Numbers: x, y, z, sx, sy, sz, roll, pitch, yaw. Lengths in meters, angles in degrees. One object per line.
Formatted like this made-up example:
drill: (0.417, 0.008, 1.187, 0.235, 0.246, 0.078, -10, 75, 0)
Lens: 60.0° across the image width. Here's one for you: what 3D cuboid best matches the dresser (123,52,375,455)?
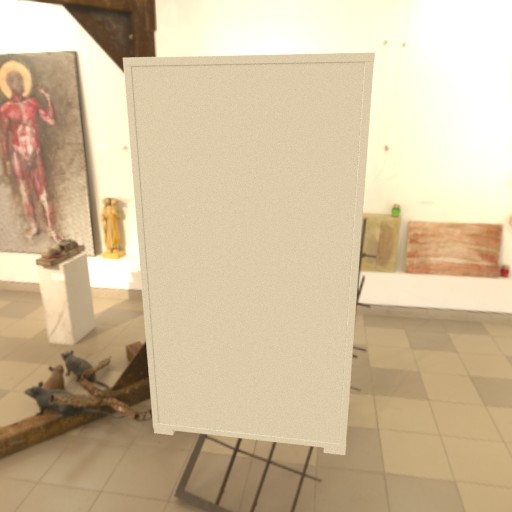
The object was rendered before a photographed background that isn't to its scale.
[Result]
dresser: (0.000, 0.000, 1.489, 0.650, 1.190, 0.400, 3, 18, 9)
